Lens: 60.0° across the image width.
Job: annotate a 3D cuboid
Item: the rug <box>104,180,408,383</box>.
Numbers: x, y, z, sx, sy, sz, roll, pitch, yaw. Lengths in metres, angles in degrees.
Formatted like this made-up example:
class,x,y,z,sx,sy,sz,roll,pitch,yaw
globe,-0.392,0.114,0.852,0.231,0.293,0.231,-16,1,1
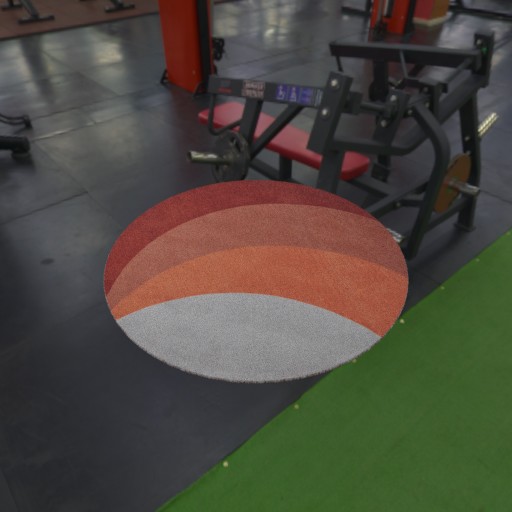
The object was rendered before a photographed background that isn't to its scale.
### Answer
class,x,y,z,sx,sy,sz,roll,pitch,yaw
rug,0.000,0.000,2.278,1.514,0.015,1.514,0,40,0
